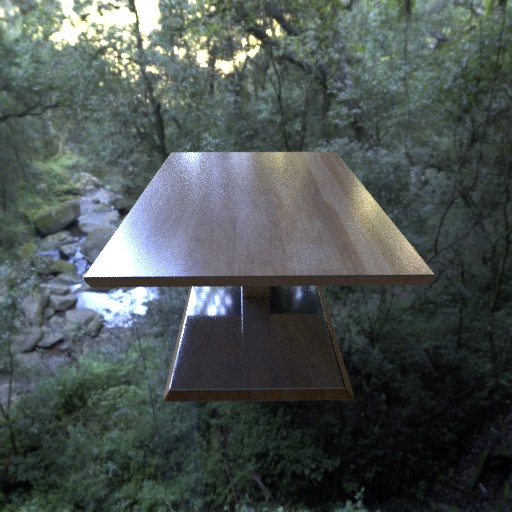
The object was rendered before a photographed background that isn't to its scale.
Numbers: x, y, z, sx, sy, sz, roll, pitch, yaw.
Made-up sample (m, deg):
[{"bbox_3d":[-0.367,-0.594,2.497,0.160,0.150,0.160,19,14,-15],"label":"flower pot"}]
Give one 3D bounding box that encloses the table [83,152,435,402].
[{"bbox_3d":[0.000,0.000,1.460,0.692,0.441,1.100,0,26,-1],"label":"table"}]
